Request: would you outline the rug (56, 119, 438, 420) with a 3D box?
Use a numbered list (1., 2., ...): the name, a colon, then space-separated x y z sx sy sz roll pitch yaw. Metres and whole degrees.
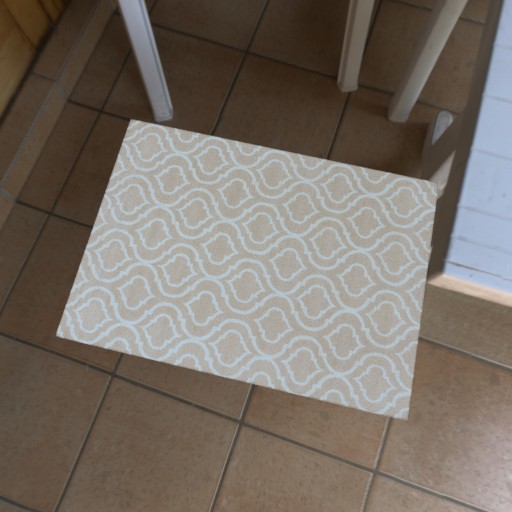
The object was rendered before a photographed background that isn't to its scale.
1. rug: 0.000 0.000 2.805 2.134 0.010 1.524 13 75 3
